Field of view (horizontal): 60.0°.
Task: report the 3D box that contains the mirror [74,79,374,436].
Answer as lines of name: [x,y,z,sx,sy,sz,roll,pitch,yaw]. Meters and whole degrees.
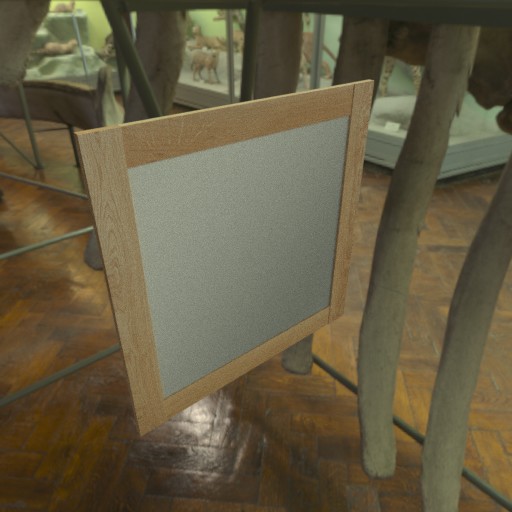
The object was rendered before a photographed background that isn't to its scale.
mirror: [0.000,0.000,1.184,0.800,0.800,0.020,-23,38,-33]
